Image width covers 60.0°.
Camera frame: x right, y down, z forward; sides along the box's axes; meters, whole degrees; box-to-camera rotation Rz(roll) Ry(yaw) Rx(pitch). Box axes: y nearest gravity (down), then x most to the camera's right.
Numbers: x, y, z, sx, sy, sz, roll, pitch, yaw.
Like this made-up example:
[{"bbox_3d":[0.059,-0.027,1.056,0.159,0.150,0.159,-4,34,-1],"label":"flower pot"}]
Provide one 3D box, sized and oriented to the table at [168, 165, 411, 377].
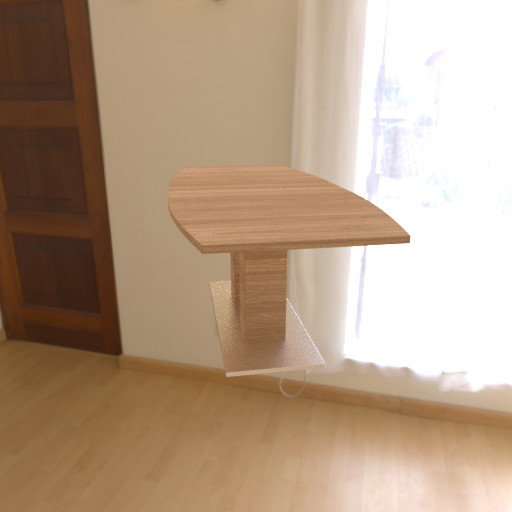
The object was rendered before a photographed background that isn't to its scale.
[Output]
[{"bbox_3d":[0.000,0.000,2.437,0.900,0.750,2.032,-3,18,-9],"label":"table"}]
